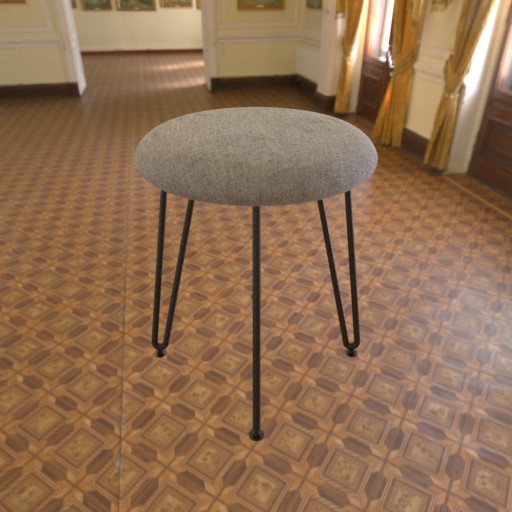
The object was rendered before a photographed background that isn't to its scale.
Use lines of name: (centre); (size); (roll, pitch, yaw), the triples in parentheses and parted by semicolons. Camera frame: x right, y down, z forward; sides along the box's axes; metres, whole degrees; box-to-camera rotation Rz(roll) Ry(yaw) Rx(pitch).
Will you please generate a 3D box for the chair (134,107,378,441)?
chair: (0.000, 0.000, 0.659); (0.350, 0.386, 0.350); (0, 31, 0)
